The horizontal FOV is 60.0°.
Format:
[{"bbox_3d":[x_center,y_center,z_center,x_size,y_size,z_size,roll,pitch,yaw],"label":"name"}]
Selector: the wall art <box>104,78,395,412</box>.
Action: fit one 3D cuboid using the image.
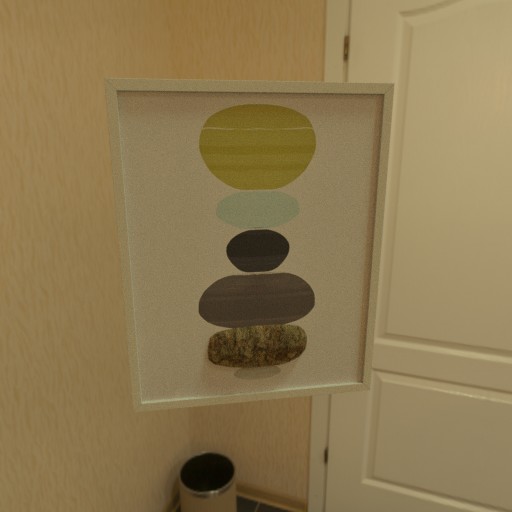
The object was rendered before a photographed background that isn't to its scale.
[{"bbox_3d":[0.000,0.000,1.035,0.611,0.763,0.055,-3,16,-9],"label":"wall art"}]
